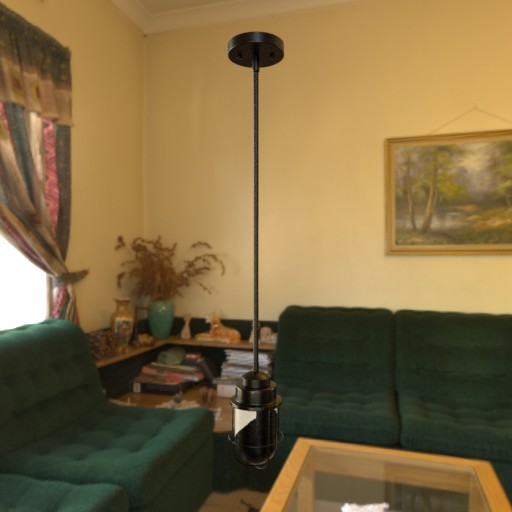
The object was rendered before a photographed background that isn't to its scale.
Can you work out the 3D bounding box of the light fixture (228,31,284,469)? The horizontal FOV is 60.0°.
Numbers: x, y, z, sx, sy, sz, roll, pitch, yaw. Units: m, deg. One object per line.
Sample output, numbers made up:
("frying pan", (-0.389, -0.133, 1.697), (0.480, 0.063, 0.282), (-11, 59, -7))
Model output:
("light fixture", (0.000, 0.000, 0.968), (0.123, 0.920, 0.123), (0, 0, 0))
